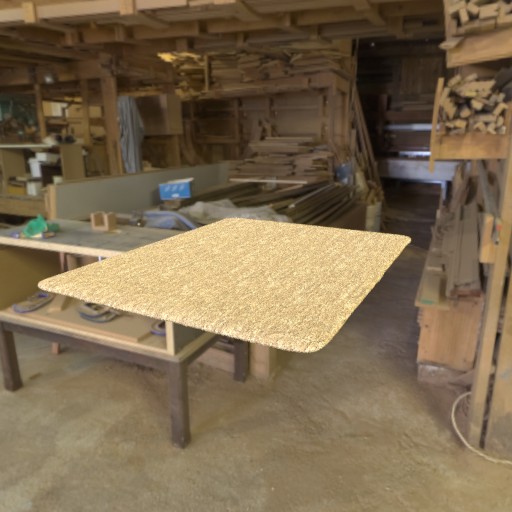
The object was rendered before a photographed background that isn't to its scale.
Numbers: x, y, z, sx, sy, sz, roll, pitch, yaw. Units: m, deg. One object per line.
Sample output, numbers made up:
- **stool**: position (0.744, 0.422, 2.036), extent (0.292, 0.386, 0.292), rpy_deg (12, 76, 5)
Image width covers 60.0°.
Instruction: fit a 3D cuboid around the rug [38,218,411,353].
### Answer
- **rug**: position (0.000, 0.000, 3.962), extent (2.242, 0.050, 2.873), rpy_deg (8, 18, 27)
